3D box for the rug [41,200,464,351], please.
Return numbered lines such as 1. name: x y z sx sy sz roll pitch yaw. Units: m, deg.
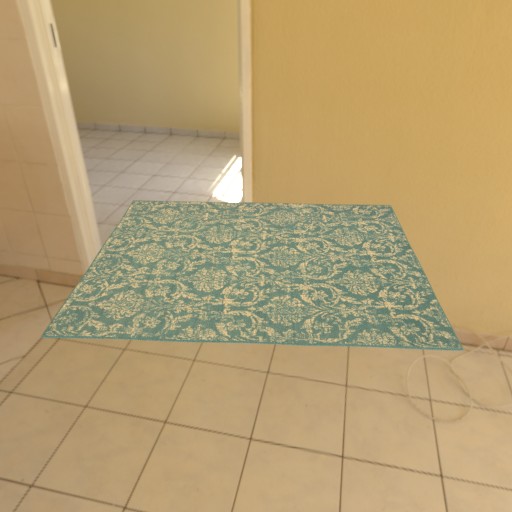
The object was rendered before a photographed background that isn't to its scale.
1. rug: 0.000 0.000 4.119 2.980 0.012 2.363 1 32 2
